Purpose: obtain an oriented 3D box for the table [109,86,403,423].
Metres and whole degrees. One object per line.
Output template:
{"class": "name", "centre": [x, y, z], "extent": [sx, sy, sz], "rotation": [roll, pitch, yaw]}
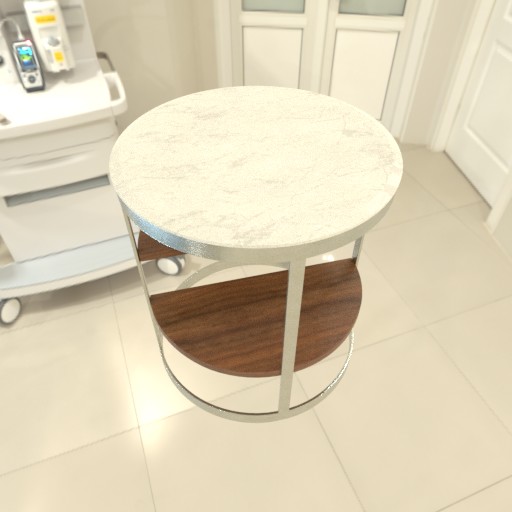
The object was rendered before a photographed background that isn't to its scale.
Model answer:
{"class": "table", "centre": [0.000, 0.000, 0.783], "extent": [0.407, 0.447, 0.407], "rotation": [0, 45, 0]}
